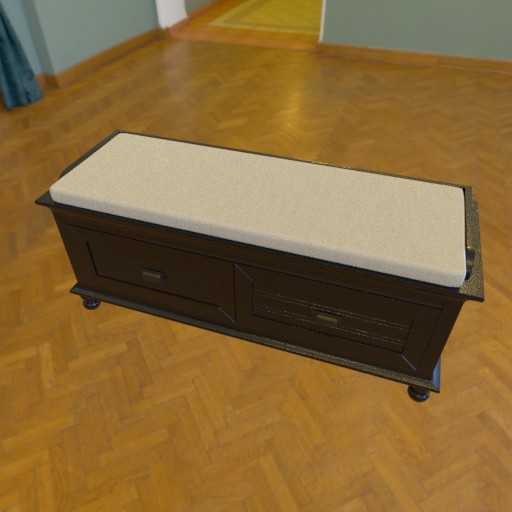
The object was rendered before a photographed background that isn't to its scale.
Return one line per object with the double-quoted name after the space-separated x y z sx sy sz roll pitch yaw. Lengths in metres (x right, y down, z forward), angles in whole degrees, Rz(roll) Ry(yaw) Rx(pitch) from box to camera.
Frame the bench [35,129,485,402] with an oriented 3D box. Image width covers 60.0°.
0.000 0.000 1.380 1.185 0.501 0.402 13 42 14 "bench"
